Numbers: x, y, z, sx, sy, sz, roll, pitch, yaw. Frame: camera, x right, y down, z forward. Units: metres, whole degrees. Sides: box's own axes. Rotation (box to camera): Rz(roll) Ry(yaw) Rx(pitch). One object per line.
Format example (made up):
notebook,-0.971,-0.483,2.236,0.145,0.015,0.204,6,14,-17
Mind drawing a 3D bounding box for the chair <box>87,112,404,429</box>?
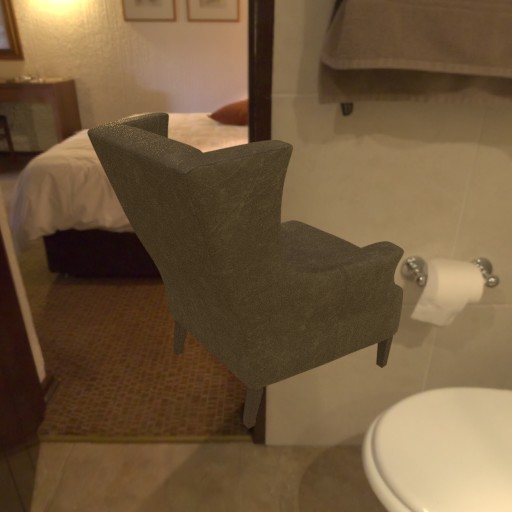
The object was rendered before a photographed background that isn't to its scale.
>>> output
chair,0.000,0.000,1.700,0.926,1.016,0.853,-18,31,-33
